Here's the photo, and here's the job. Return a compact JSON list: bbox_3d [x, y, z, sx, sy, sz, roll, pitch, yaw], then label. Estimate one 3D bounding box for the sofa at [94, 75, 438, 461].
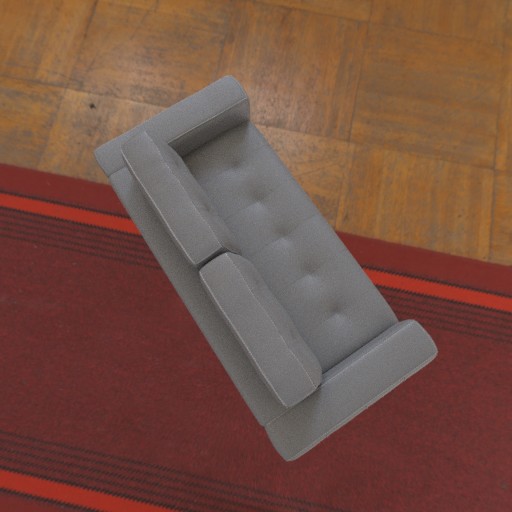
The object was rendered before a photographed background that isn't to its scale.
[{"bbox_3d":[0.000,0.000,2.224,0.833,0.892,1.726,-33,77,-8],"label":"sofa"}]
